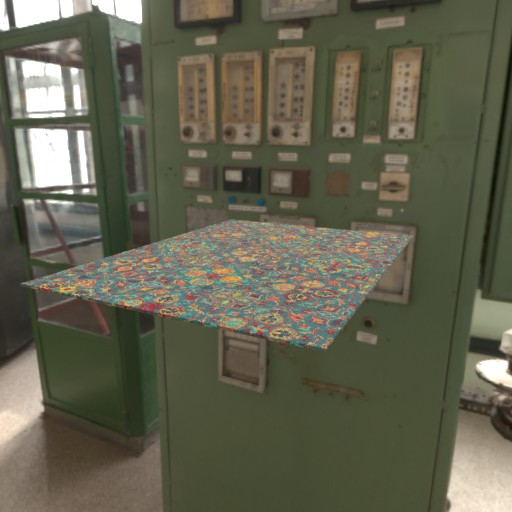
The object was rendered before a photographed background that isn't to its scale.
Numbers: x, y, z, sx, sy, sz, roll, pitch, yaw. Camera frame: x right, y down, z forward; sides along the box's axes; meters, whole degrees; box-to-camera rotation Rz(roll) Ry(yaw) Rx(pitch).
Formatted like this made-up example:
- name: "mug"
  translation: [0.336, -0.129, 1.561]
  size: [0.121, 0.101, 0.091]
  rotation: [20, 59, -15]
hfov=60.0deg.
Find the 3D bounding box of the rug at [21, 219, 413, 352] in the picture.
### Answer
- name: "rug"
  translation: [0.000, 0.000, 4.242]
  size: [2.434, 0.025, 3.204]
  rotation: [7, 16, 26]
